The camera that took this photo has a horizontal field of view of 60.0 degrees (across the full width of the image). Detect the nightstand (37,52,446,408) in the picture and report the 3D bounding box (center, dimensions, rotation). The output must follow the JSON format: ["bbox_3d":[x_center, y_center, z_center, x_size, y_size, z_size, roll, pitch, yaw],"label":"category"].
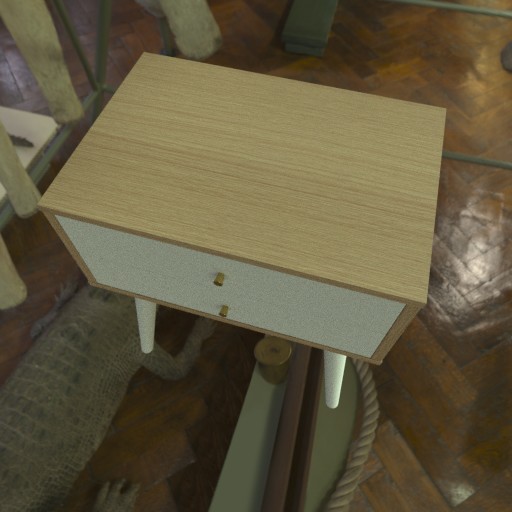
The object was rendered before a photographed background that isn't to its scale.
[{"bbox_3d":[0.000,0.000,0.971,0.571,0.610,0.407,14,59,9],"label":"nightstand"}]
